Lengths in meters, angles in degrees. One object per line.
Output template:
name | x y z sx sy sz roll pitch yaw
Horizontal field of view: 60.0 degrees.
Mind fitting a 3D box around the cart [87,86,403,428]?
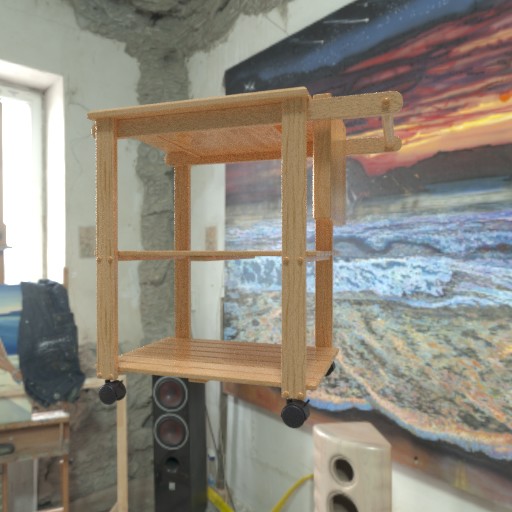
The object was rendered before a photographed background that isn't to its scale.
cart | 0.000 0.000 1.349 0.843 0.816 0.520 0 1 18
